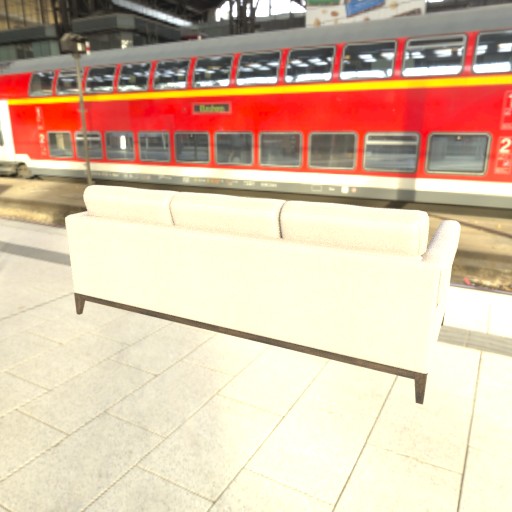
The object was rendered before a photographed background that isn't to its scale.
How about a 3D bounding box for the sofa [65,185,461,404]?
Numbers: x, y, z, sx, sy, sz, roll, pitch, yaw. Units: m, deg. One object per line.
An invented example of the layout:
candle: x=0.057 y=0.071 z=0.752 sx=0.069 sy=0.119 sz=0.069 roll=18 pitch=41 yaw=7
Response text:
sofa: x=0.000 y=0.000 z=2.733 sx=2.210 sy=0.838 sz=0.959 roll=8 pitch=18 yaw=26
